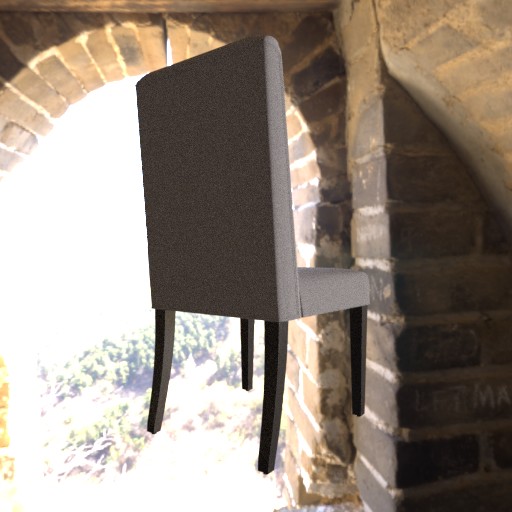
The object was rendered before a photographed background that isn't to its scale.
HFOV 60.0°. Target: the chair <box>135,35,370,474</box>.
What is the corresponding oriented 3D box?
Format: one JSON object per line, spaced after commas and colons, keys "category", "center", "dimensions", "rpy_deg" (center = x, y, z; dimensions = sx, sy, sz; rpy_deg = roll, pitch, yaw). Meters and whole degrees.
{"category": "chair", "center": [0.000, 0.000, 1.265], "dimensions": [0.474, 0.961, 0.523], "rpy_deg": [0, 0, 36]}
